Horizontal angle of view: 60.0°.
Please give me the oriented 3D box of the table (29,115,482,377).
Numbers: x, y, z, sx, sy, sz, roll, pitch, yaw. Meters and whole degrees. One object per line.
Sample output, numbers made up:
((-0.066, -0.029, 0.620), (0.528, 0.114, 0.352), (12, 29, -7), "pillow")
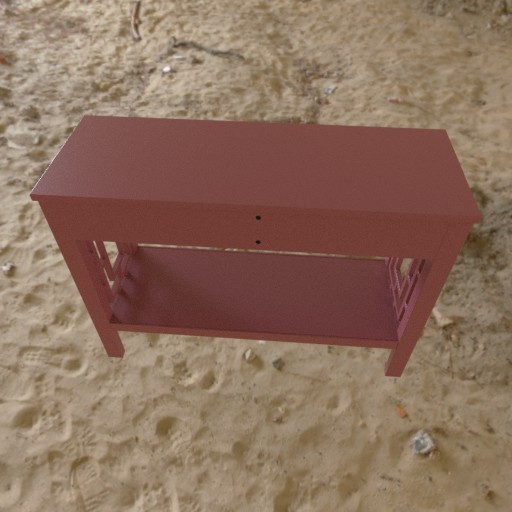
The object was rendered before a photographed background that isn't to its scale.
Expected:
((0.000, 0.000, 1.449), (1.068, 0.753, 0.397), (3, 46, 3), "table")
